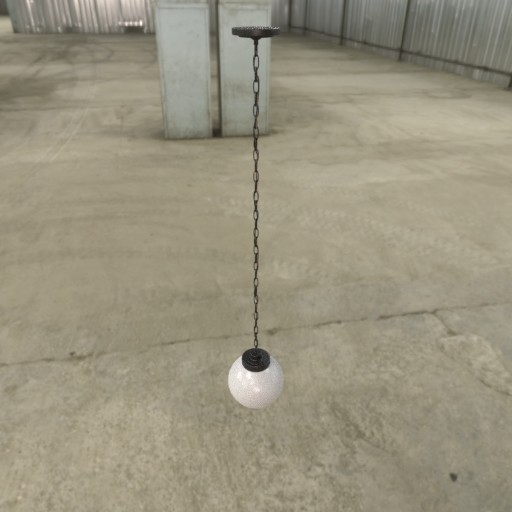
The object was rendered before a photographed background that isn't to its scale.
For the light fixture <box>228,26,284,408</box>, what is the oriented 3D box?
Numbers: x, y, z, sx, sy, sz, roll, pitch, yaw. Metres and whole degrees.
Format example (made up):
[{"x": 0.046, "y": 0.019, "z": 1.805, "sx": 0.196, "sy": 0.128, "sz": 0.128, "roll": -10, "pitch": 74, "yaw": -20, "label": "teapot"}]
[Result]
[{"x": 0.000, "y": 0.000, "z": 2.037, "sx": 0.304, "sy": 1.867, "sz": 0.305, "roll": 8, "pitch": 31, "yaw": 14, "label": "light fixture"}]
